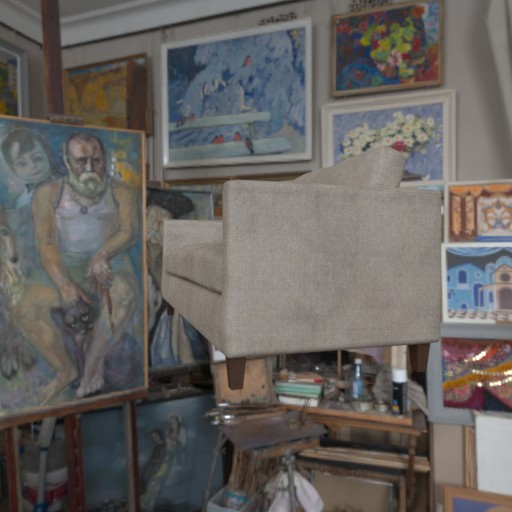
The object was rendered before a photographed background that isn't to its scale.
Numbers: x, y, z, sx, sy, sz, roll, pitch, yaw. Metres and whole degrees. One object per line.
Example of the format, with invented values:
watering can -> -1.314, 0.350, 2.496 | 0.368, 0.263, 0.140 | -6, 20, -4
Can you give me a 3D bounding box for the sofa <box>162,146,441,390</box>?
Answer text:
sofa -> 0.000, 0.000, 2.730 | 0.951, 0.965, 2.208 | 0, 1, -18
